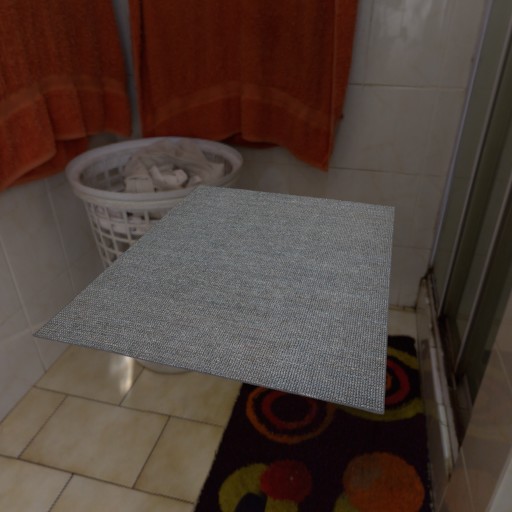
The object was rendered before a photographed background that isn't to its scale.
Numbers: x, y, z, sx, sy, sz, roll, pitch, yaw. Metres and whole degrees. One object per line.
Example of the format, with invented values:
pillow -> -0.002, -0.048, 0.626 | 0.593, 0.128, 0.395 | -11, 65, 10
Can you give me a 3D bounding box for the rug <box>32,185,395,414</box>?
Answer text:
rug -> 0.000, 0.000, 4.145 | 2.456, 0.021, 3.068 | 8, 31, 14
